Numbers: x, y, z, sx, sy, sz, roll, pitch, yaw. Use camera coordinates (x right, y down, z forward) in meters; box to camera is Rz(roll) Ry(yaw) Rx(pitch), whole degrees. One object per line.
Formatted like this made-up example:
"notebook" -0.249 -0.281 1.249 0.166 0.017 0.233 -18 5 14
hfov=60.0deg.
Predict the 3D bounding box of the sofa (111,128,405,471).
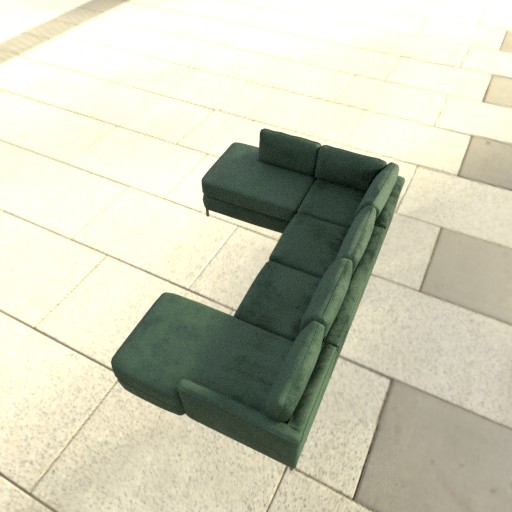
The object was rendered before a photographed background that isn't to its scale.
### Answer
"sofa" 0.000 0.000 4.033 1.992 0.861 2.994 19 51 17
